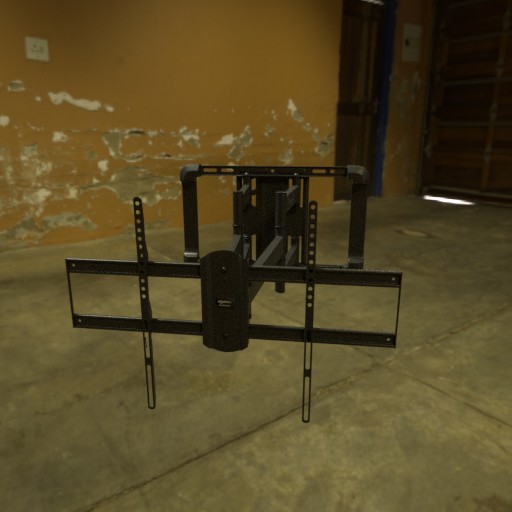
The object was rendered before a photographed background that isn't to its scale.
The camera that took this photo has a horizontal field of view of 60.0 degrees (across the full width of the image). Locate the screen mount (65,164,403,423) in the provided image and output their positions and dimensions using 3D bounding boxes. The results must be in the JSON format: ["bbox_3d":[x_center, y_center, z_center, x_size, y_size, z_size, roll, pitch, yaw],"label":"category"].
[{"bbox_3d":[0.000,0.000,1.336,0.725,0.483,0.905,2,15,8],"label":"screen mount"}]
